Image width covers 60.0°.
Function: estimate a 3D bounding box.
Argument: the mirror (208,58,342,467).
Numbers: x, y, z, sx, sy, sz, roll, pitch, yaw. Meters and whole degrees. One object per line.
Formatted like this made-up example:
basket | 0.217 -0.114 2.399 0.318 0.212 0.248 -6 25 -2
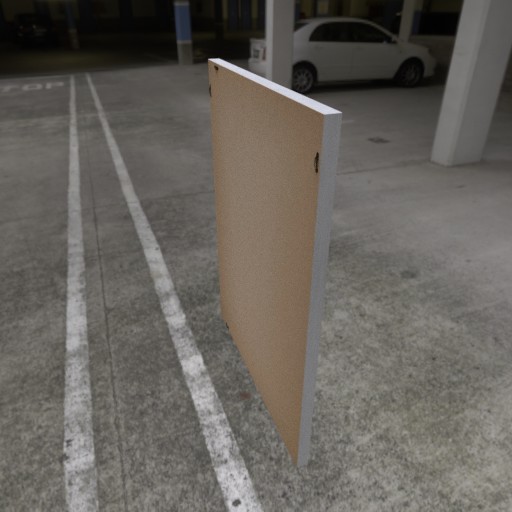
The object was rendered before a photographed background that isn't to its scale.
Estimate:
mirror | 0.000 0.000 1.348 0.041 1.016 0.762 -11 33 -18
